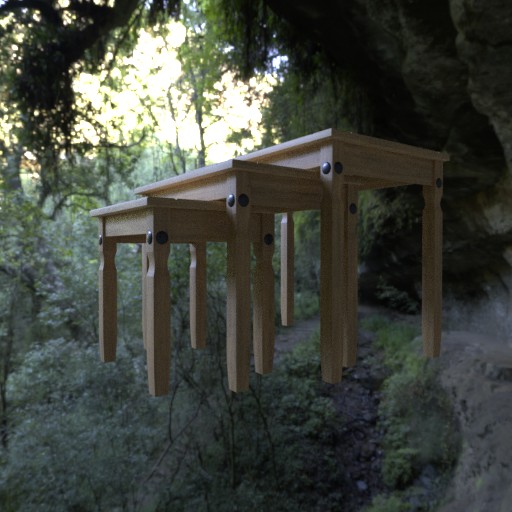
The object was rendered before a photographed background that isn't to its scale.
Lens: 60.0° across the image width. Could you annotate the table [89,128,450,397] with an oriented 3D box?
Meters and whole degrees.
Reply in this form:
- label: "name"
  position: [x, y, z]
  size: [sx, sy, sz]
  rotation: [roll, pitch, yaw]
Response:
- label: "table"
  position: [0.000, 0.000, 1.204]
  size: [0.773, 0.535, 0.660]
  rotation: [-1, 1, -36]
